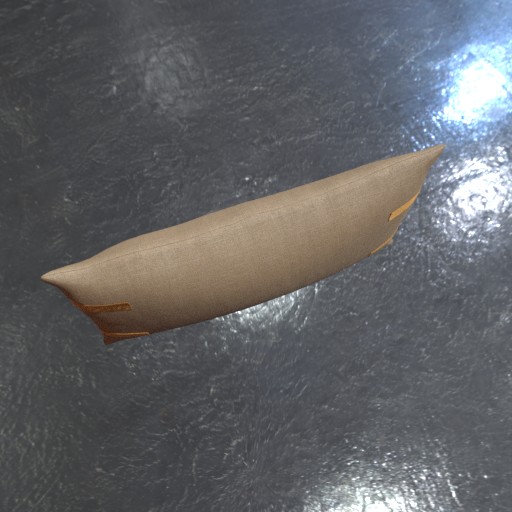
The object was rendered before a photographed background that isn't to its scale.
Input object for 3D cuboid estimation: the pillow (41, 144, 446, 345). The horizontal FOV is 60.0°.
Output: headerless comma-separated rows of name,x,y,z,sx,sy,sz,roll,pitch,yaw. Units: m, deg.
pillow,0.000,0.000,0.748,0.612,0.308,0.148,-19,65,-9
